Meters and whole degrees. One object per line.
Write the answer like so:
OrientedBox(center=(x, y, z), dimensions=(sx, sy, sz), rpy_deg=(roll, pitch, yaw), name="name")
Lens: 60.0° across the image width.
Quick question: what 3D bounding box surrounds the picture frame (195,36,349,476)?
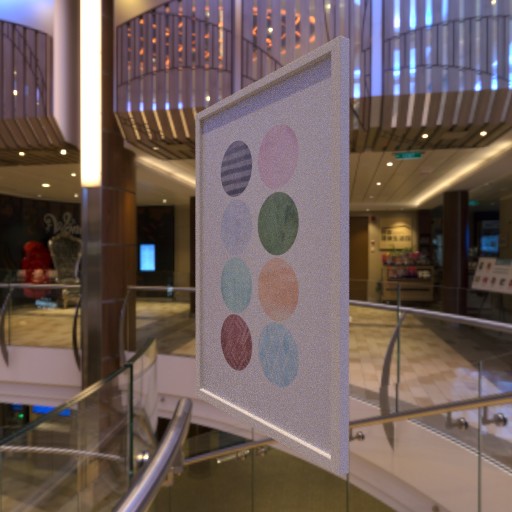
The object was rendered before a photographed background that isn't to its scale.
OrientedBox(center=(0.000, 0.000, 0.564), dimensions=(0.013, 0.434, 0.305), rpy_deg=(0, 0, -35), name="picture frame")
